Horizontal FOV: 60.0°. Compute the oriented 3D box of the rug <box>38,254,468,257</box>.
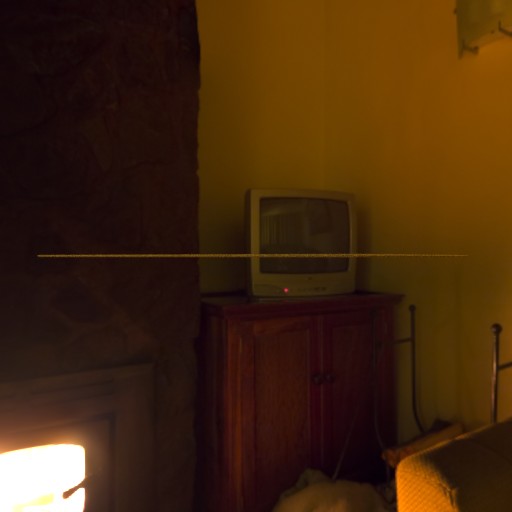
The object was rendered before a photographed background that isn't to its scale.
[{"bbox_3d":[0.000,0.000,4.012,3.050,0.016,2.441,0,0,37],"label":"rug"}]
